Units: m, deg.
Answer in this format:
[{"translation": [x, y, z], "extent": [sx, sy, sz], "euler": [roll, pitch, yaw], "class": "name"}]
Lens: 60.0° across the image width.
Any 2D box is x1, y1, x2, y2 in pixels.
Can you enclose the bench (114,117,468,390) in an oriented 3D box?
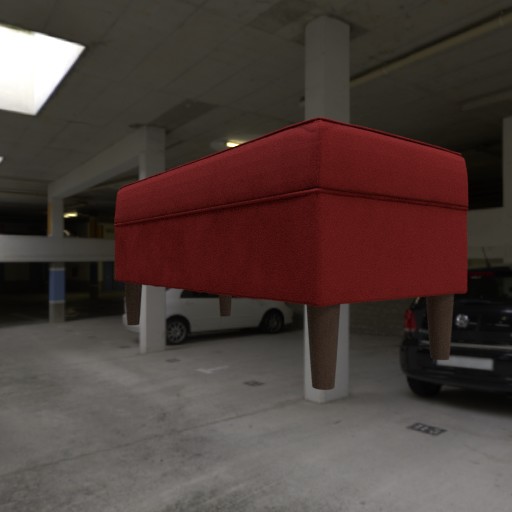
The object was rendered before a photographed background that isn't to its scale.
[{"translation": [0.000, 0.000, 1.274], "extent": [0.492, 0.471, 1.016], "euler": [0, 0, -37], "class": "bench"}]
